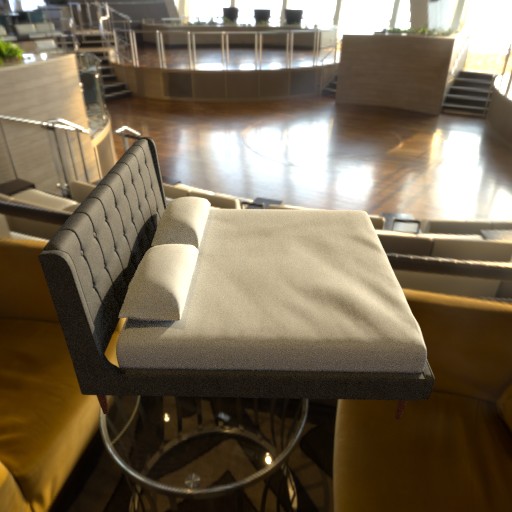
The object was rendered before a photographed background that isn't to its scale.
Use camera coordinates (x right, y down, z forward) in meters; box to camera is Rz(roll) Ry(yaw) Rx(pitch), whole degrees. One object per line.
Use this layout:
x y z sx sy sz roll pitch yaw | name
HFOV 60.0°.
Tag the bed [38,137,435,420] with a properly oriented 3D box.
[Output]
0.000 0.000 2.548 1.638 0.933 1.531 1 31 1 | bed
